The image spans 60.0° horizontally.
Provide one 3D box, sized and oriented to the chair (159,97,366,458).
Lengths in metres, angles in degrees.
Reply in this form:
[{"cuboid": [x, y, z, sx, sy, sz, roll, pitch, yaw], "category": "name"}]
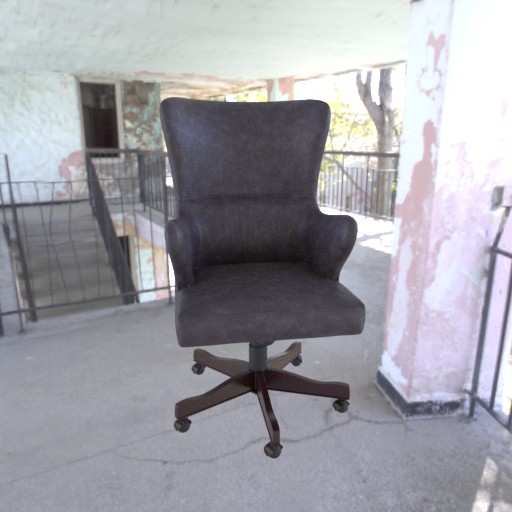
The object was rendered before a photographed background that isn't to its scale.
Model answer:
[{"cuboid": [0.000, 0.000, 1.475, 0.594, 1.037, 0.717, -2, 15, -9], "category": "chair"}]
